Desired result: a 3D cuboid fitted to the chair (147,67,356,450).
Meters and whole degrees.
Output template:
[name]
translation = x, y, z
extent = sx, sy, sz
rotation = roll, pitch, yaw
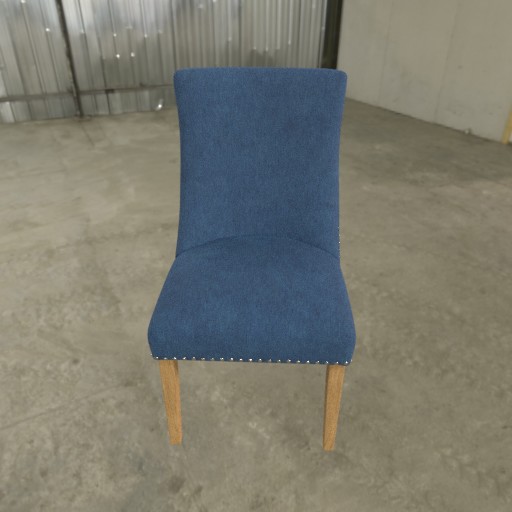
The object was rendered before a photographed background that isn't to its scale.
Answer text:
[chair]
translation = 0.000, 0.000, 1.240
extent = 0.495, 0.902, 0.610
rotation = 1, 32, 2
